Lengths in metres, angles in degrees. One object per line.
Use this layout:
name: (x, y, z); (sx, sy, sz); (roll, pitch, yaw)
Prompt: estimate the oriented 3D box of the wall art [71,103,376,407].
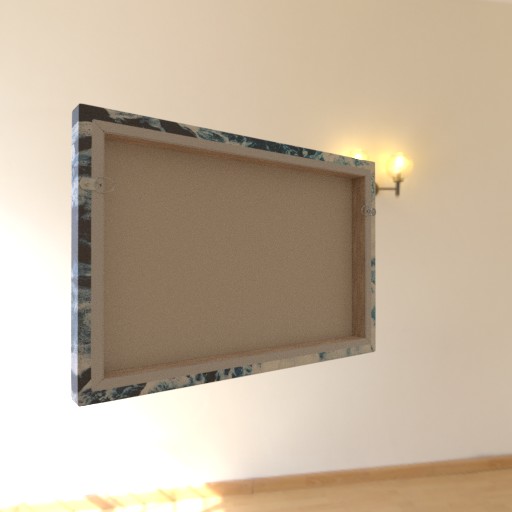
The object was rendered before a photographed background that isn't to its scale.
wall art: (0.000, 0.000, 0.782); (0.609, 0.407, 0.043); (0, -1, -36)
